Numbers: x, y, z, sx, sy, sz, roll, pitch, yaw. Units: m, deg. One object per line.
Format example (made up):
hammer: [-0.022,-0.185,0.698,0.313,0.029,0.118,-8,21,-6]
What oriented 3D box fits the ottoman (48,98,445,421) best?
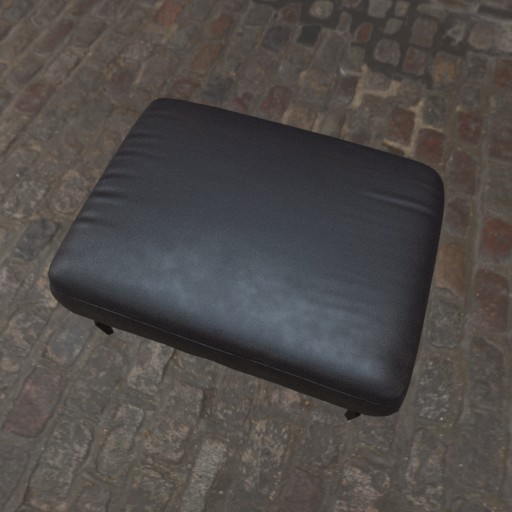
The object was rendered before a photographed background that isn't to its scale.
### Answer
ottoman: [0.000,0.000,1.075,0.764,0.402,0.570,17,64,9]
